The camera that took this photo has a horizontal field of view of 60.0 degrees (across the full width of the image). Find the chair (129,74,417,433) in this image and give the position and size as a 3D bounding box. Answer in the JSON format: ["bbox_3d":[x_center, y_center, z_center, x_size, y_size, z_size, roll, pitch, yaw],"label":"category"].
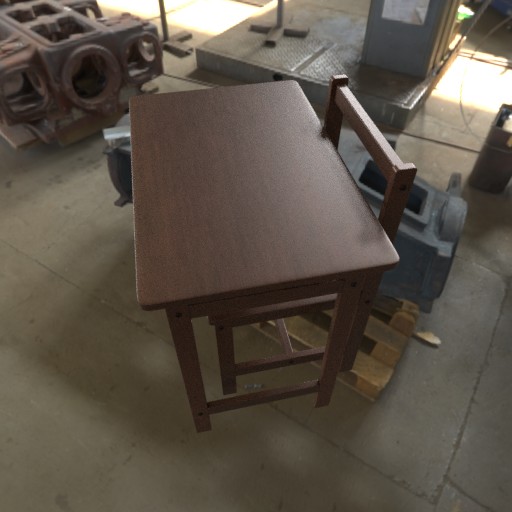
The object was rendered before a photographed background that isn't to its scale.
[{"bbox_3d":[0.000,0.000,1.039,0.463,0.673,0.599,-9,48,-8],"label":"chair"}]
